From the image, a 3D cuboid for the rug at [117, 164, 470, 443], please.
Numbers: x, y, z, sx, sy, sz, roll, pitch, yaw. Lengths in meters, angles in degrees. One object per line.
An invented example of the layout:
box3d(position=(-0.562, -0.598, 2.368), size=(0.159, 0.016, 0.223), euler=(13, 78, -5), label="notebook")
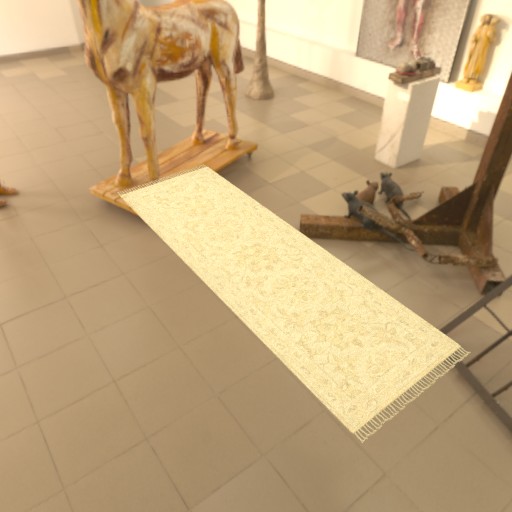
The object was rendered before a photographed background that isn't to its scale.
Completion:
box3d(position=(0.000, 0.000, 2.841), size=(0.795, 0.015, 2.544), euler=(-25, 45, -28), label="rug")
